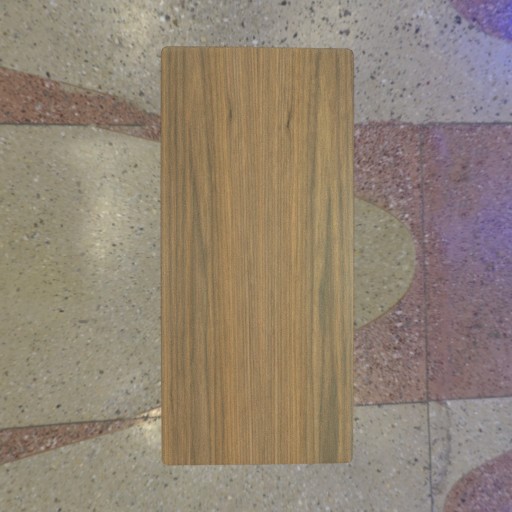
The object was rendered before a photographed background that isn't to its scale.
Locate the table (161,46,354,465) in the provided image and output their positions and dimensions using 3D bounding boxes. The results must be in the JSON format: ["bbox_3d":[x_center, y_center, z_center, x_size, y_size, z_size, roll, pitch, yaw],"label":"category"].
[{"bbox_3d":[0.000,0.000,1.690,0.637,0.468,1.375,0,90,-2],"label":"table"}]
